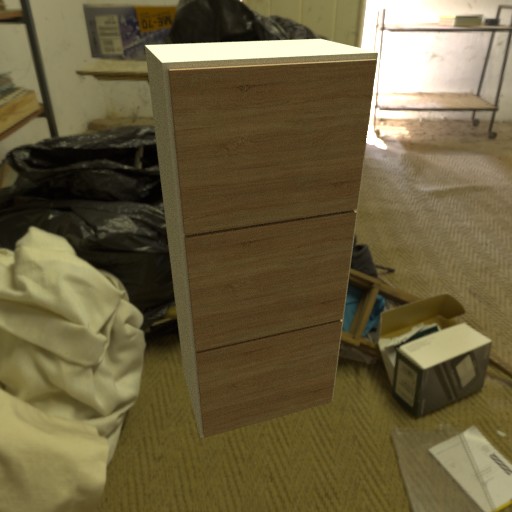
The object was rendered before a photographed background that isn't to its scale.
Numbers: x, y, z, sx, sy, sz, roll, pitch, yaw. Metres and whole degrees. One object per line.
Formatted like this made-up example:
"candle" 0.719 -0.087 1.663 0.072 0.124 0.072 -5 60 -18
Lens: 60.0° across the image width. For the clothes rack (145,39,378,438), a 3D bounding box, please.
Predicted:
"clothes rack" 0.000 0.000 1.393 0.500 1.187 0.331 -10 33 -16
